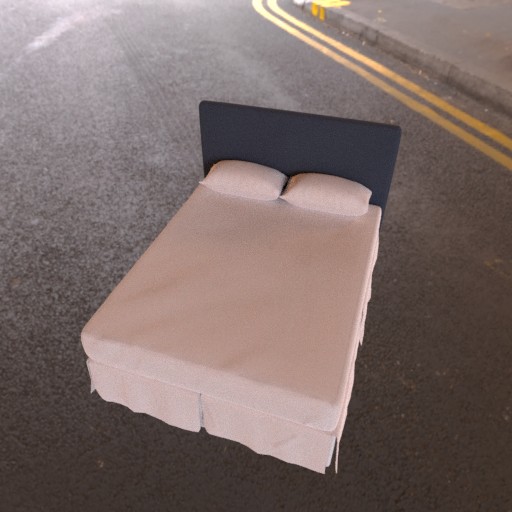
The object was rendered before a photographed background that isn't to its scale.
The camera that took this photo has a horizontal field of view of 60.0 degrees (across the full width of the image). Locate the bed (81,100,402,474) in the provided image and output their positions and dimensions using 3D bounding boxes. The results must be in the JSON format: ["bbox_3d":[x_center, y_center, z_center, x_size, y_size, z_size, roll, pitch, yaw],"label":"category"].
[{"bbox_3d":[0.000,0.000,3.186,1.713,1.330,2.162,12,42,14],"label":"bed"}]
